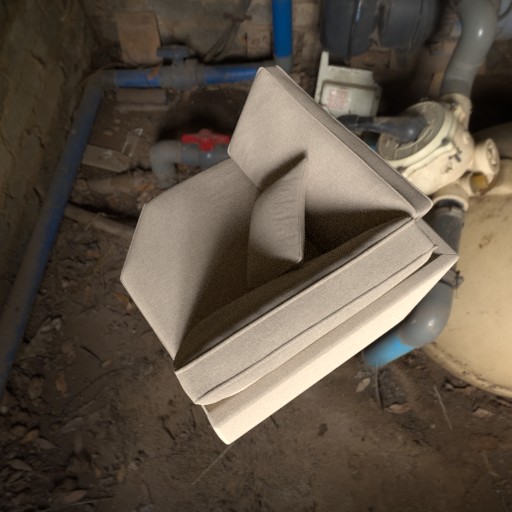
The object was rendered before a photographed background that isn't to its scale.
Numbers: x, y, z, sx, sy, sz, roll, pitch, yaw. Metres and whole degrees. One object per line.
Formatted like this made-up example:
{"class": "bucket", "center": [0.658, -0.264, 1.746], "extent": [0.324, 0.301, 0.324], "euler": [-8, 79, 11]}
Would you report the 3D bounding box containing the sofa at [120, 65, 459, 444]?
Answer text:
{"class": "sofa", "center": [0.000, 0.000, 1.866], "extent": [1.042, 0.937, 1.050], "euler": [-31, 67, -15]}
